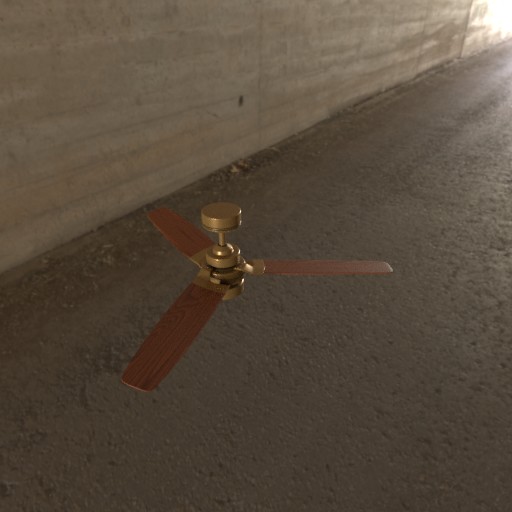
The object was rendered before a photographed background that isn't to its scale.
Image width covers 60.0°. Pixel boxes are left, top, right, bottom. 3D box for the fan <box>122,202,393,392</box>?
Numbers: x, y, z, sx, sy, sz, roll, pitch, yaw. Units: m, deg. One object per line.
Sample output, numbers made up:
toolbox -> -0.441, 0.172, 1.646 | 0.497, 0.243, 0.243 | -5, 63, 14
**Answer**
fan -> 0.000, 0.000, 2.019 | 1.271, 0.425, 1.416 | 0, 31, 0
